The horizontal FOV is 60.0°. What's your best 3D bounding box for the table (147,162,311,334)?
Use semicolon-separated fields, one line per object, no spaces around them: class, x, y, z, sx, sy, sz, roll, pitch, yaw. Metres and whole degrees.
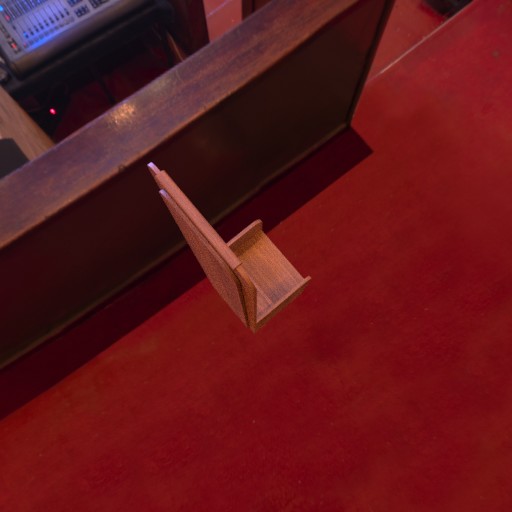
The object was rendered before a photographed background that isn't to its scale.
table;0.000;0.000;2.017;0.420;1.830;0.450;-39;80;-9
